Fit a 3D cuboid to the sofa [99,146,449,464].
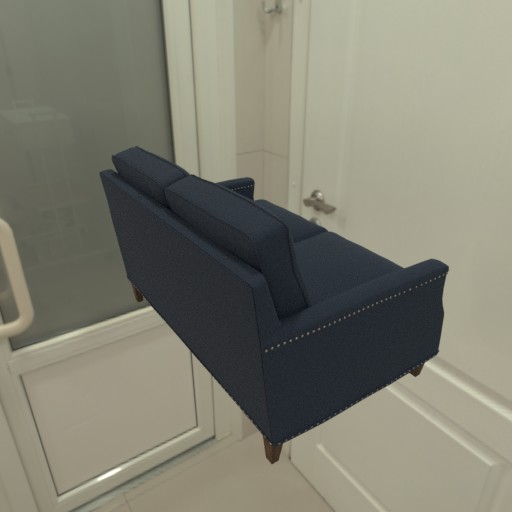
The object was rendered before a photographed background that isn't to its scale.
[{"bbox_3d":[0.000,0.000,2.293,1.084,1.003,1.597,-17,31,-30],"label":"sofa"}]
